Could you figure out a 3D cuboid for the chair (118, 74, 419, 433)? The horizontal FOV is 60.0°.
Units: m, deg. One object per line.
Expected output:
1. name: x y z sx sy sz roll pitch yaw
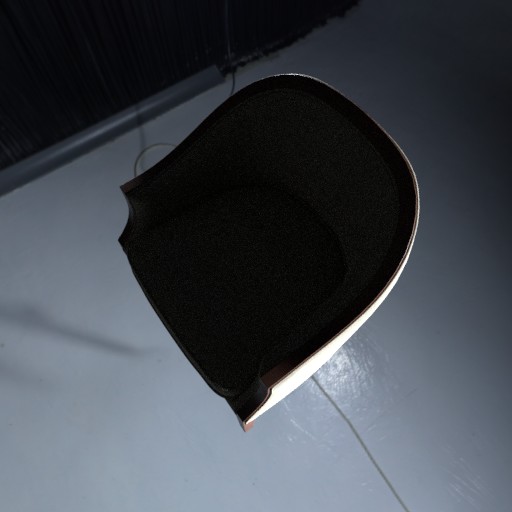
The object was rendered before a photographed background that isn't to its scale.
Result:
1. chair: 0.000 0.000 1.468 0.735 0.876 0.803 -34 68 -16
